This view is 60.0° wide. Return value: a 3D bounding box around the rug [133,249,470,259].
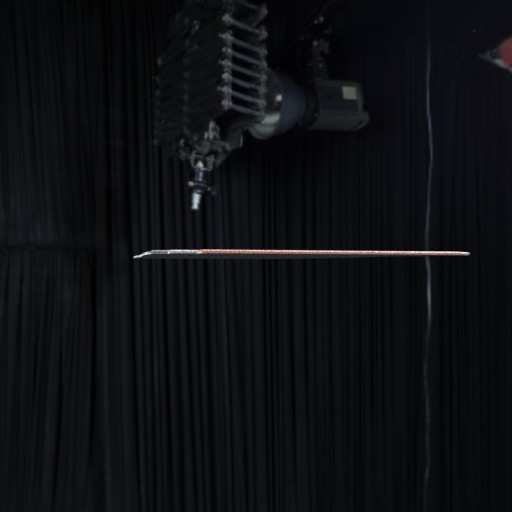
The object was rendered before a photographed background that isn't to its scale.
[{"bbox_3d":[0.000,0.000,2.980,1.530,0.017,2.446,0,-1,-17],"label":"rug"}]
